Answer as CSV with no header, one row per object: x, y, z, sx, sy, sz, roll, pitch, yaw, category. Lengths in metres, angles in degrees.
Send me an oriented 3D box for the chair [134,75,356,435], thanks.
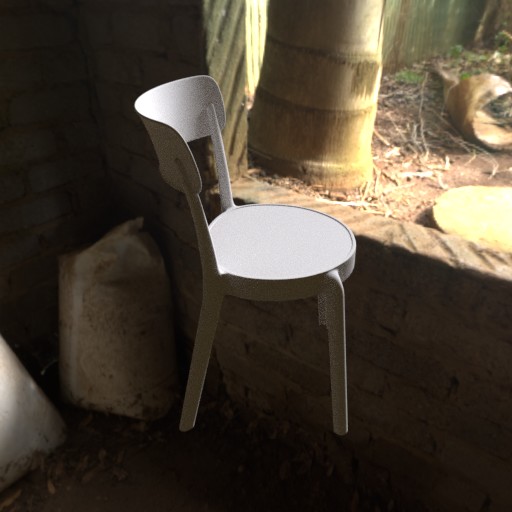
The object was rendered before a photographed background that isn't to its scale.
0.000,0.000,1.132,0.491,0.790,0.506,1,31,2,chair
